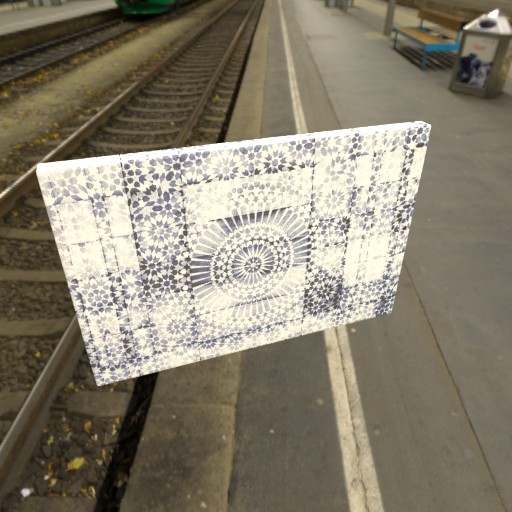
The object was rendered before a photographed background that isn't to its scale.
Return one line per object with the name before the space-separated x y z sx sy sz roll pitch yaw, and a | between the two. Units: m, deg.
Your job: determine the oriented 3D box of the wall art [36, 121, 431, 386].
wall art | 0.000 0.000 0.773 0.608 0.406 0.030 -11 34 -16
